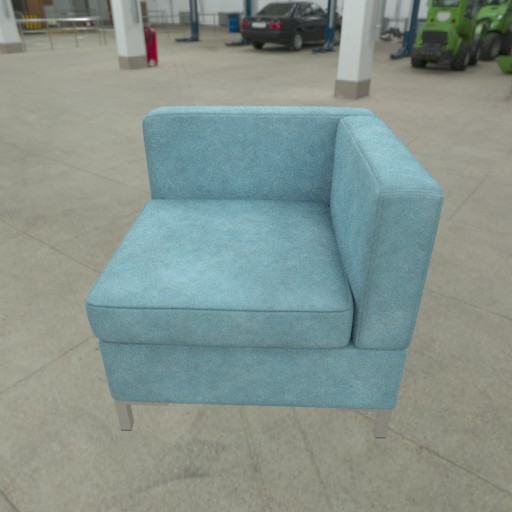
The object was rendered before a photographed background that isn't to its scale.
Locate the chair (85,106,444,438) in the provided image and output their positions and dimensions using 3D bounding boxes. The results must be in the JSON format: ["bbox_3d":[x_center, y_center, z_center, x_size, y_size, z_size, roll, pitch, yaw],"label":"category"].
[{"bbox_3d":[0.000,0.000,1.187,0.691,0.660,0.684,1,30,2],"label":"chair"}]
